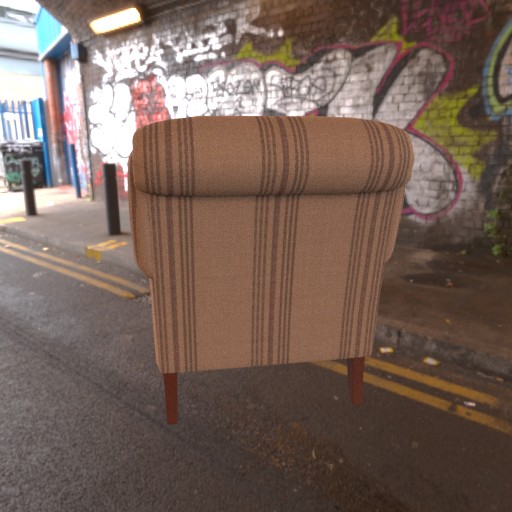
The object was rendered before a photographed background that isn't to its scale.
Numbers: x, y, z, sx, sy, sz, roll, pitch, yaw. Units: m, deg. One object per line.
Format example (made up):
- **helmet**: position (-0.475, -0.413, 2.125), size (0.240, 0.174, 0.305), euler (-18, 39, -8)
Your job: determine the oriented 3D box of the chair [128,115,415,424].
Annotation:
- **chair**: position (0.000, 0.000, 1.624), size (0.813, 0.940, 0.914), euler (-2, 14, -10)
